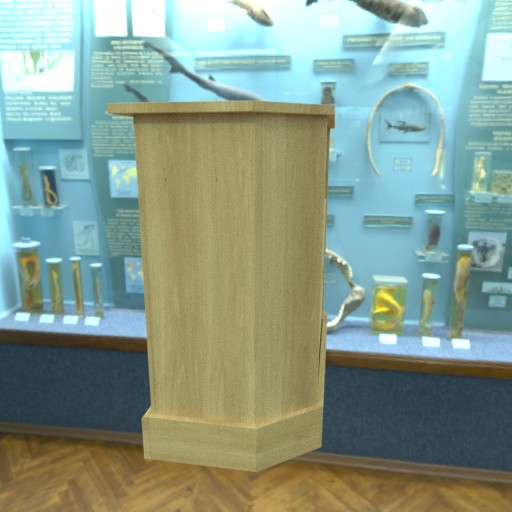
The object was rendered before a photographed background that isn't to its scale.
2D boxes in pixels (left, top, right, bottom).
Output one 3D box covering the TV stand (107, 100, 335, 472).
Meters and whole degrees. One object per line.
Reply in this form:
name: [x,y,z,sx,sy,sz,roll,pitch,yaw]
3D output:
TV stand: [0.000,0.000,1.303,0.425,0.781,0.851,2,14,10]
